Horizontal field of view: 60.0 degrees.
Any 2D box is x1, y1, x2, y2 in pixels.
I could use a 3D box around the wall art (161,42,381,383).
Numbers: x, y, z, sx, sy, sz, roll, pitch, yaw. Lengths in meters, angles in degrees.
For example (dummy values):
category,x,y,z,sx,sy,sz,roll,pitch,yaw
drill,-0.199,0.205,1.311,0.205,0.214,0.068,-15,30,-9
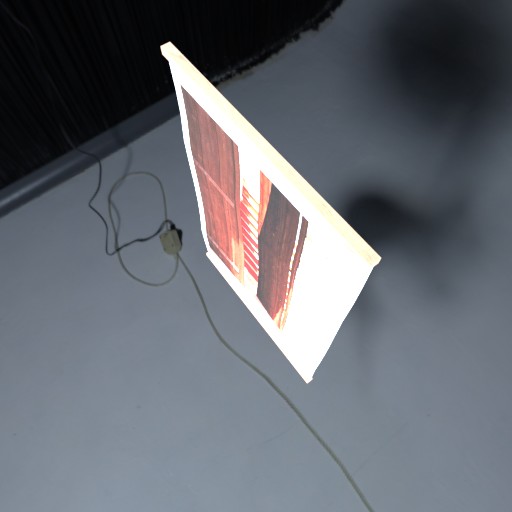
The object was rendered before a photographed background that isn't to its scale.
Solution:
category,x,y,z,sx,sy,sz,roll,pitch,yaw
wall art,0.000,0.000,0.654,0.012,0.508,0.332,-34,68,-16
